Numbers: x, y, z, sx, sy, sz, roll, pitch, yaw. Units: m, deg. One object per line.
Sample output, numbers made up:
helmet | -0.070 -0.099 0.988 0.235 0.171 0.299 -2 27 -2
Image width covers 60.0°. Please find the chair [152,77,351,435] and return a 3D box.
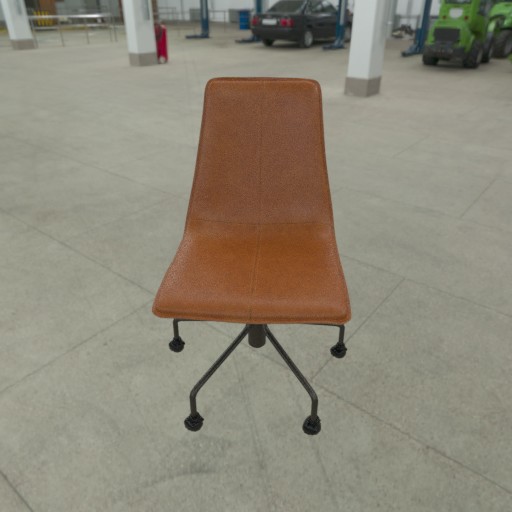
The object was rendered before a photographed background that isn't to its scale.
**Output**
chair | 0.000 0.000 1.329 0.651 0.920 0.660 2 31 3
